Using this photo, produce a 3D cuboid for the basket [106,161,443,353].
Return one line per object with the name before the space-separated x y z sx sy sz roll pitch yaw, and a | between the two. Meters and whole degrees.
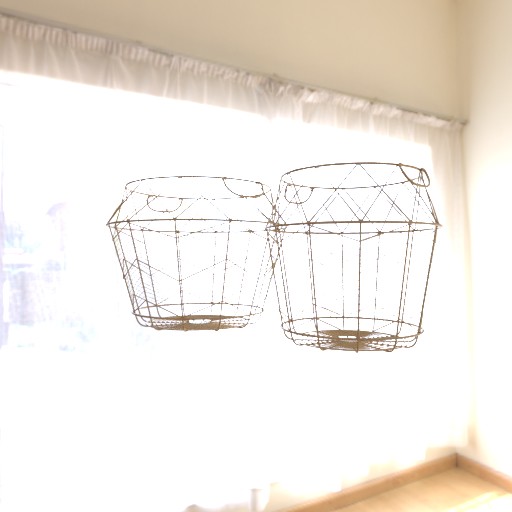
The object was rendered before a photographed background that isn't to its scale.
basket | 0.000 0.000 1.022 0.805 0.343 0.451 0 0 36
